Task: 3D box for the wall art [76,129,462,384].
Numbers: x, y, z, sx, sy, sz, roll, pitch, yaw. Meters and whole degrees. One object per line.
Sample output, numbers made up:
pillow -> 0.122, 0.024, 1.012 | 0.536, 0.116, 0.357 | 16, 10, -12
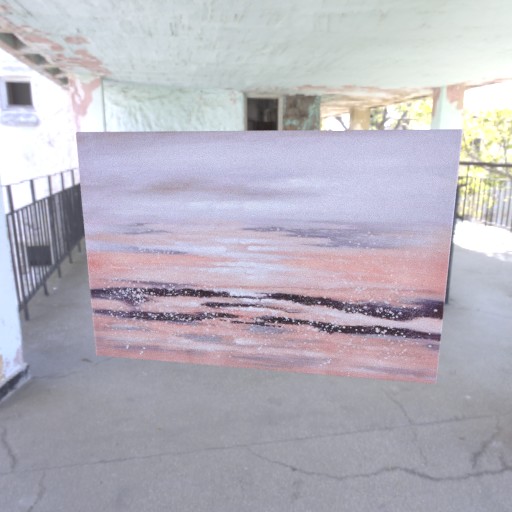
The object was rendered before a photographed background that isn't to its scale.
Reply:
wall art -> 0.000, 0.000, 1.122 | 0.913, 0.609, 0.038 | 2, 14, 10
